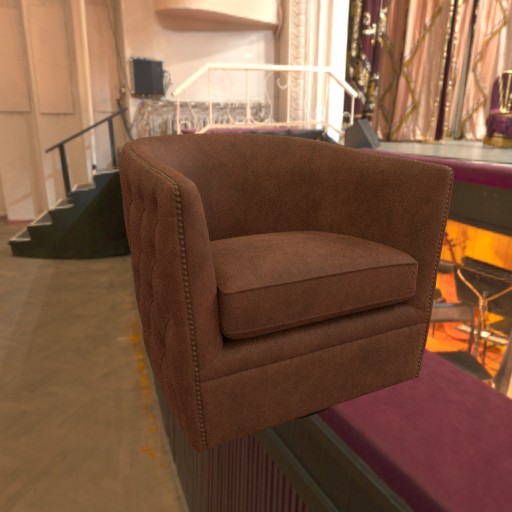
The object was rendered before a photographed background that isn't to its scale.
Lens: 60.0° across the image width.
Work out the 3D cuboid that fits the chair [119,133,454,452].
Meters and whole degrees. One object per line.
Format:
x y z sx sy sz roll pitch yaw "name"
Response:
0.000 0.000 1.513 0.850 0.790 0.870 -8 19 -26 "chair"
